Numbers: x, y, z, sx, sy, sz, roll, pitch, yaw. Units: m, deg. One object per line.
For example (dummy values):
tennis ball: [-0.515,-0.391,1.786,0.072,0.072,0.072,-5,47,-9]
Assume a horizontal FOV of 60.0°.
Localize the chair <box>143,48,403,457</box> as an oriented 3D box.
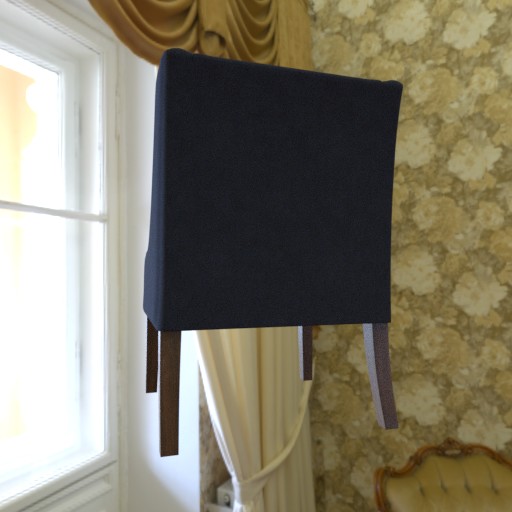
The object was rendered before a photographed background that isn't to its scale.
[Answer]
chair: [0.000,0.000,1.324,0.629,0.895,0.629,1,-2,-17]
